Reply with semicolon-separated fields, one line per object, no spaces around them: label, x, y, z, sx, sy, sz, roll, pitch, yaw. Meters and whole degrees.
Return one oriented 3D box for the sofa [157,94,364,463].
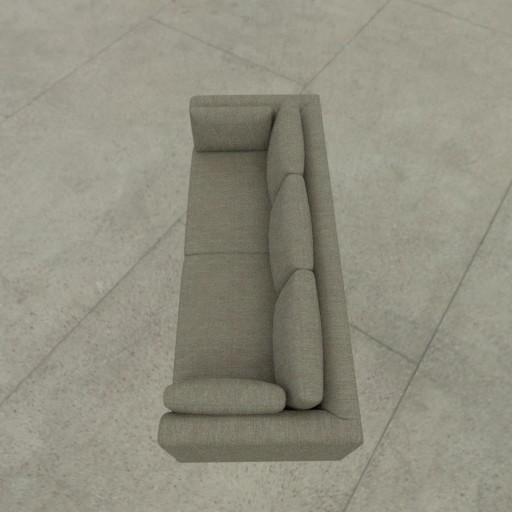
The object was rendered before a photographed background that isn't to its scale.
sofa;0.000;0.000;2.925;0.969;0.867;2.415;-1;59;0
